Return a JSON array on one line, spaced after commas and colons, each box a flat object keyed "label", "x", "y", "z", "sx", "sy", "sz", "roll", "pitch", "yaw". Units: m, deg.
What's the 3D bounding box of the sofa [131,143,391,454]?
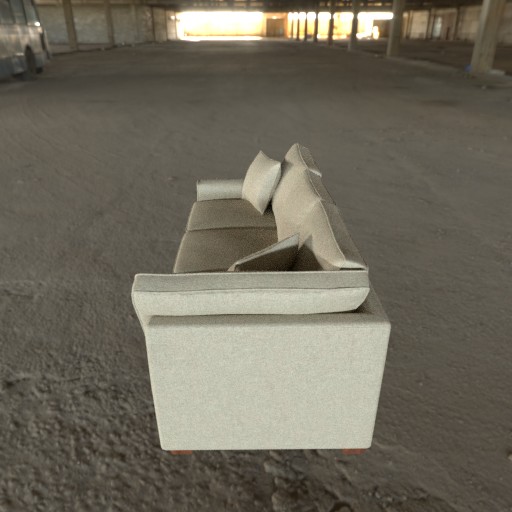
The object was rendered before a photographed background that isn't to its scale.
[{"label": "sofa", "x": 0.000, "y": 0.000, "z": 2.885, "sx": 1.061, "sy": 0.962, "sz": 2.317, "roll": -1, "pitch": 27, "yaw": -1}]
